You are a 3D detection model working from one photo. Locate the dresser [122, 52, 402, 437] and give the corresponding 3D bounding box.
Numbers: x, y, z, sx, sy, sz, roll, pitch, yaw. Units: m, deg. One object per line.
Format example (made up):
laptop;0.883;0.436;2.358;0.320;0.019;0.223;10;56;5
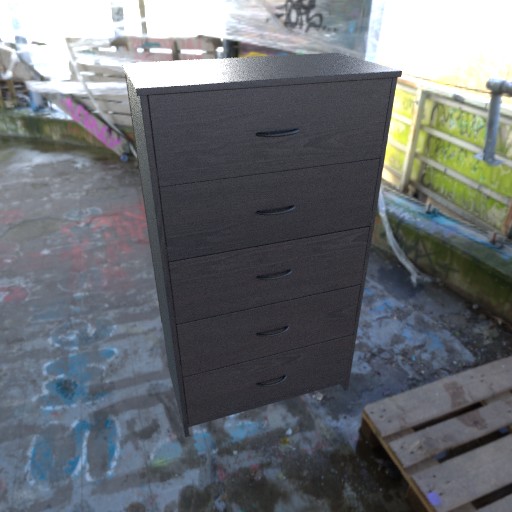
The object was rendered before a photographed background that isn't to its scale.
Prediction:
dresser;0.000;0.000;1.578;0.704;1.254;0.418;-10;33;-16
